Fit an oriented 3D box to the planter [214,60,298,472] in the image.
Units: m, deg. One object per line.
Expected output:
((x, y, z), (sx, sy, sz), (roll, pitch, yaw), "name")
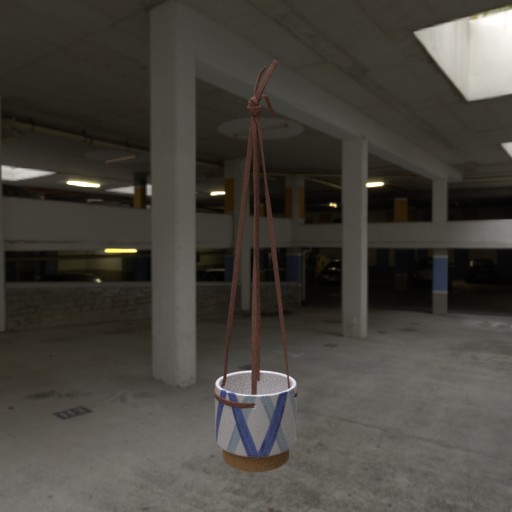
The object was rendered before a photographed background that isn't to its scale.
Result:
((0.000, 0.000, 0.827), (0.153, 0.753, 0.157), (1, 2, 36), "planter")
